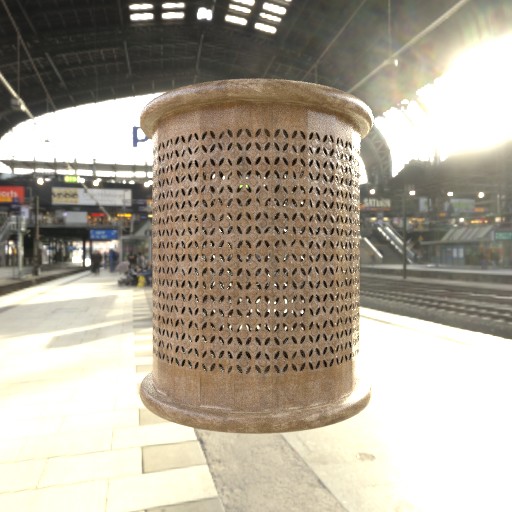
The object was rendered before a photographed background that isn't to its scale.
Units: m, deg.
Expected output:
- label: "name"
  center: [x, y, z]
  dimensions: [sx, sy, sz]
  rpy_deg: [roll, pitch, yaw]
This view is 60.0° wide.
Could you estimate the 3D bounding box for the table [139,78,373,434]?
- label: "table"
  center: [0.000, 0.000, 0.798]
  dimensions: [0.407, 0.482, 0.407]
  rpy_deg: [0, 0, 0]
